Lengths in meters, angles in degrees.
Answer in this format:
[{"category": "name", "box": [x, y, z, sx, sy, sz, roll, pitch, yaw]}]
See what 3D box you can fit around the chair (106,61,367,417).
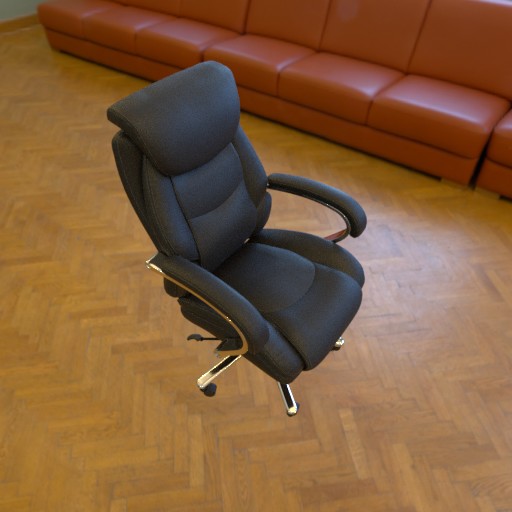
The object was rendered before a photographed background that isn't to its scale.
[{"category": "chair", "box": [0.000, 0.000, 1.690, 0.790, 1.183, 0.755, 26, 49, 25]}]
